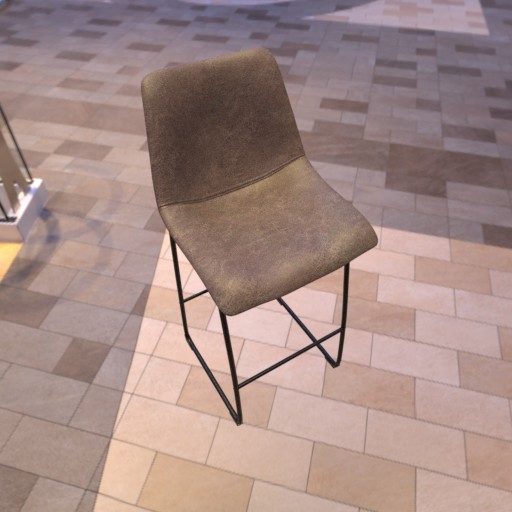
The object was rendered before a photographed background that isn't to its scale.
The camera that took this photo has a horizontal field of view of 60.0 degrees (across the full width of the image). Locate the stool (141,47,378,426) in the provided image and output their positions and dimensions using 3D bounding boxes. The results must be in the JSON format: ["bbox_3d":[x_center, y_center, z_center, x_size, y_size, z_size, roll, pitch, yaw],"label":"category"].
[{"bbox_3d":[0.000,0.000,1.431,0.514,1.082,0.561,-24,50,-22],"label":"stool"}]
